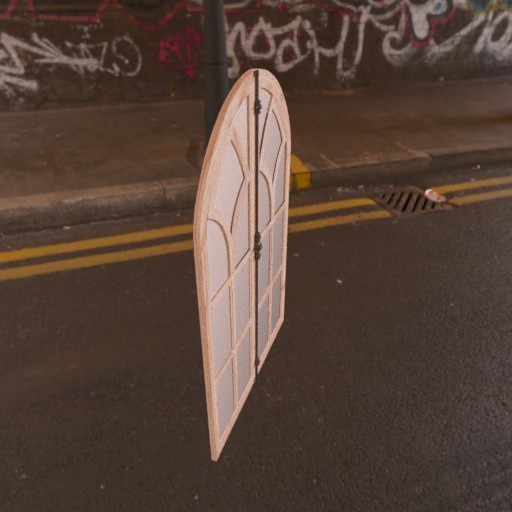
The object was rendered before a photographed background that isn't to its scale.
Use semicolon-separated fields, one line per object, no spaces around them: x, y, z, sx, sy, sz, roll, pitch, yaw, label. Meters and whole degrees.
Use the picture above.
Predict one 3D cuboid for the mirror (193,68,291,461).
0.000;0.000;1.169;0.032;0.915;0.609;11;33;17;mirror
